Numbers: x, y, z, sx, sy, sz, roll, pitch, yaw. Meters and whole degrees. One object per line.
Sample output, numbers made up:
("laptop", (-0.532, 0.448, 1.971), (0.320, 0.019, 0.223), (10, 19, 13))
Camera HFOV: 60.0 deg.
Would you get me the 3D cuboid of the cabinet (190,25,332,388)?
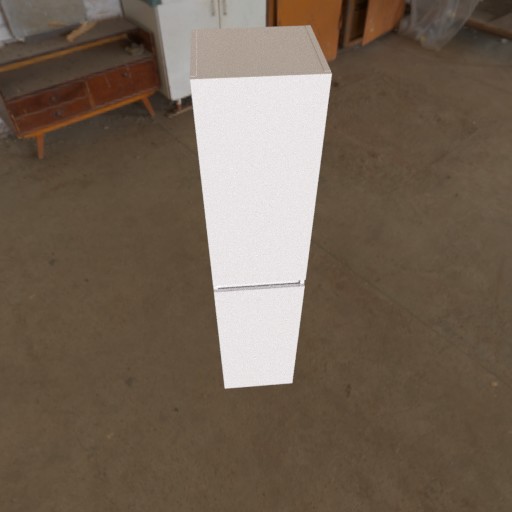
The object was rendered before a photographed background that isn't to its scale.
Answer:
("cabinet", (0.000, 0.000, 1.535), (0.300, 1.400, 0.269), (-4, 47, -3))
